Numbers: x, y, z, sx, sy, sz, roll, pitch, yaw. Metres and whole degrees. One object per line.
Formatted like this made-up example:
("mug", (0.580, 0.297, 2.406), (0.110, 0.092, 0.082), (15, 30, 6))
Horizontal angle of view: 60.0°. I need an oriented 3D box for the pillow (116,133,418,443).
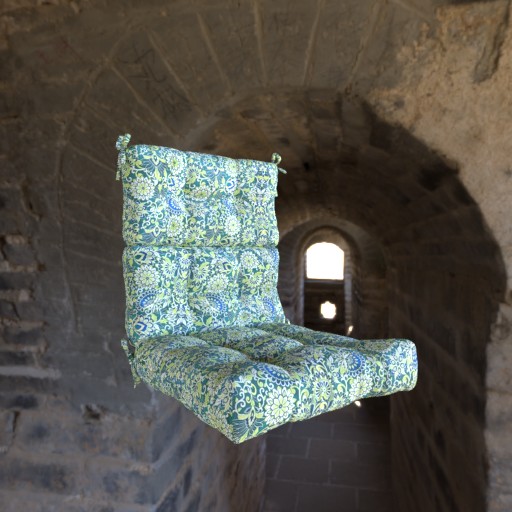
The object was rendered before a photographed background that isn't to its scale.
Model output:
("pillow", (0.000, 0.000, 1.030), (0.519, 0.605, 0.571), (0, 1, -35))
